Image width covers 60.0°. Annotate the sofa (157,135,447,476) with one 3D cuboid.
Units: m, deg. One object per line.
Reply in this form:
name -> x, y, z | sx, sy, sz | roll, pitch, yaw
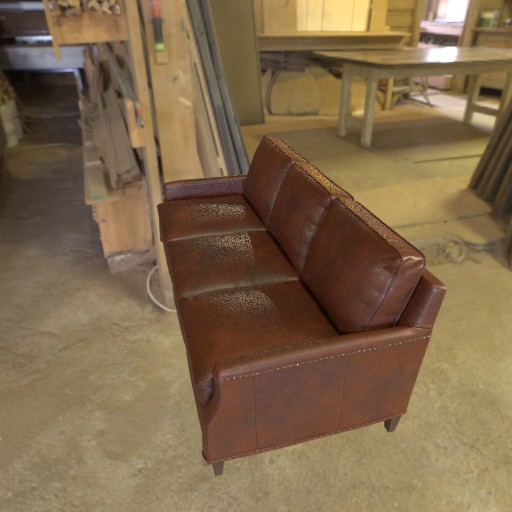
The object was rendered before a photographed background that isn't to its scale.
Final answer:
sofa -> 0.000, 0.000, 2.794 | 1.084, 1.003, 2.240 | -8, 30, -14
